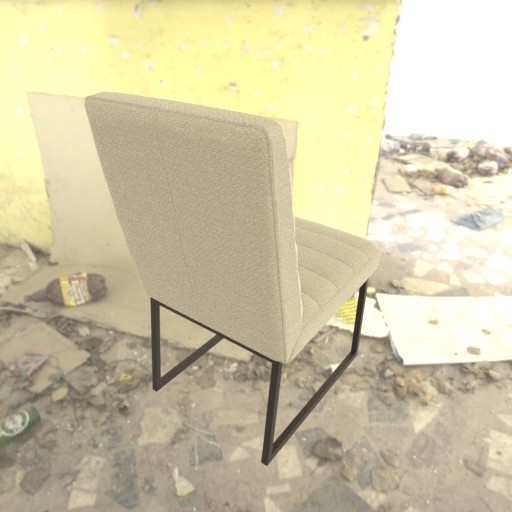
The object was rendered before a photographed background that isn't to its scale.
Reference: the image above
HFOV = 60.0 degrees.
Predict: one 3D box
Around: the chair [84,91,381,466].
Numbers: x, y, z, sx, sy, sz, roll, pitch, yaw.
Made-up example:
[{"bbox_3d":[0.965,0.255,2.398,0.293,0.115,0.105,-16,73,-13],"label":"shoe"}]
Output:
[{"bbox_3d":[0.000,0.000,1.278,0.520,0.930,0.634,20,35,32],"label":"chair"}]
